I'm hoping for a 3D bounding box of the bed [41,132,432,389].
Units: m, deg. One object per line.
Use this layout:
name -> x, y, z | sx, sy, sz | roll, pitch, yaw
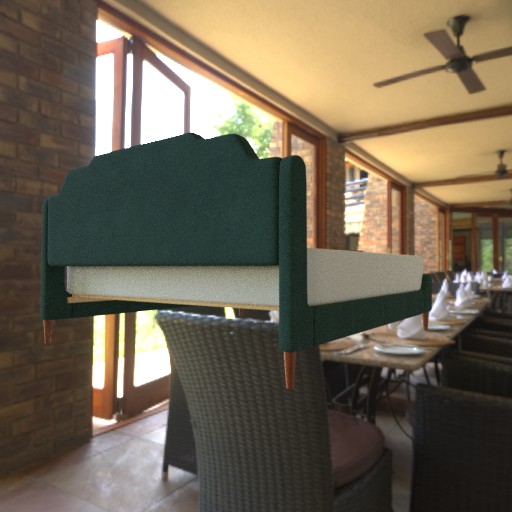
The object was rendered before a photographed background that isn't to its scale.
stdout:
bed -> 0.000, 0.000, 3.476 | 2.074, 1.245, 2.340 | -1, -2, 36
